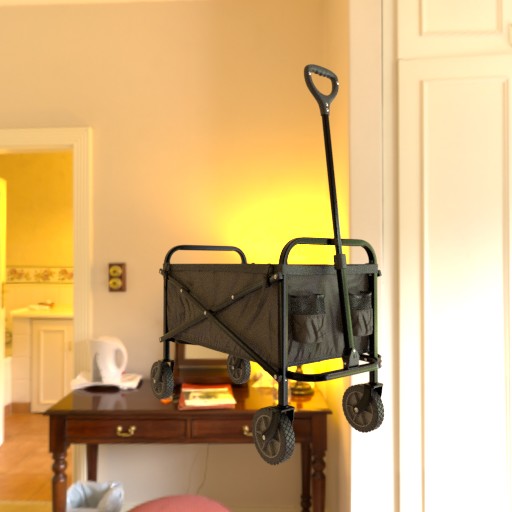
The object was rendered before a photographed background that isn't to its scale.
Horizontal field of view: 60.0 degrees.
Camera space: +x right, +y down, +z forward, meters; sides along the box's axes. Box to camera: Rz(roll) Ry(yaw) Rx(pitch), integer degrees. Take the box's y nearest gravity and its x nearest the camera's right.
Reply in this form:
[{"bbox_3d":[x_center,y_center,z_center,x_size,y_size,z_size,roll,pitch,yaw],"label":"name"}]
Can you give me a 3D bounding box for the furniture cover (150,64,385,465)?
[{"bbox_3d":[0.000,0.000,1.814,0.532,1.295,1.038,1,-1,-37],"label":"furniture cover"}]
